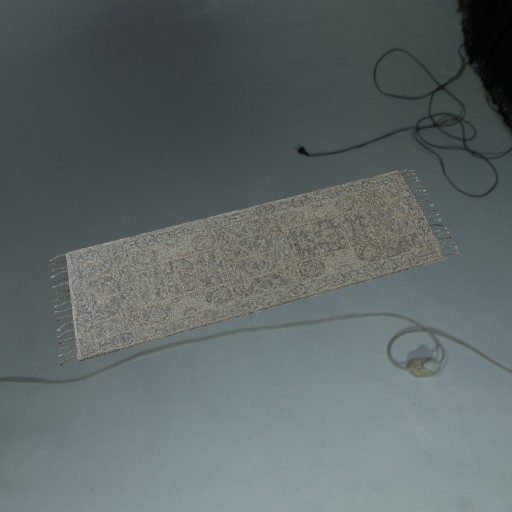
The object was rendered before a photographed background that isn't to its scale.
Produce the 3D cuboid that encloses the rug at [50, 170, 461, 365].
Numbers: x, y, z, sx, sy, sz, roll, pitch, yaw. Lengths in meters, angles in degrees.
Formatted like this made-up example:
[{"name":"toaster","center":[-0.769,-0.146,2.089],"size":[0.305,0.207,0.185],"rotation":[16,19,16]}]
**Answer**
[{"name":"rug","center":[0.000,0.000,2.970],"size":[2.664,0.011,0.762],"rotation":[-15,64,-7]}]
